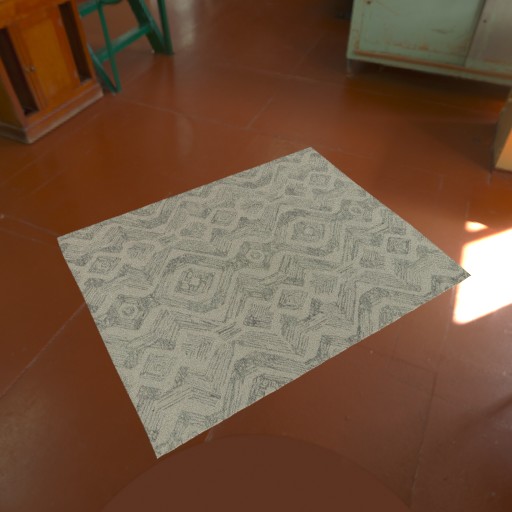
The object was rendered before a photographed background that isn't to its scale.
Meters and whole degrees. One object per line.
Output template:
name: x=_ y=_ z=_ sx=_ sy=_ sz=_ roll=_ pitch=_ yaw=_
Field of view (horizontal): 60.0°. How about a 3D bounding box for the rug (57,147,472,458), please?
rug: x=0.000 y=0.000 z=4.121 sx=3.054 sy=0.030 sz=2.430 roll=-24 pitch=51 yaw=-21
